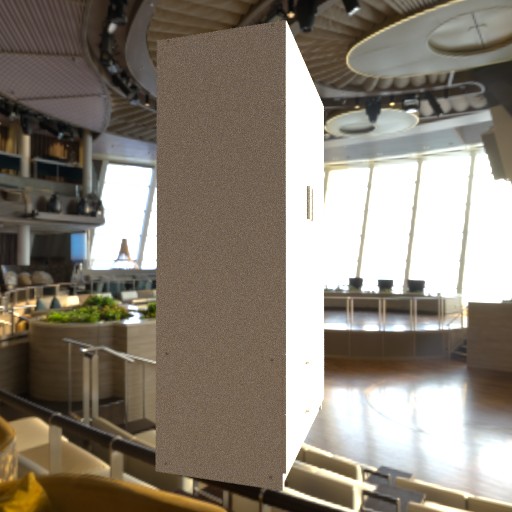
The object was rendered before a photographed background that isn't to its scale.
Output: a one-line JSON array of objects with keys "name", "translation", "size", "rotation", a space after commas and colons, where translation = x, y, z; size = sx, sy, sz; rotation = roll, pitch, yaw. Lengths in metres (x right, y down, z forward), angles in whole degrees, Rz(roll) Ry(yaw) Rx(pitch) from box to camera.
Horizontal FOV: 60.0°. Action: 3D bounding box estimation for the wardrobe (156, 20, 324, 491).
[{"name": "wardrobe", "translation": [0.000, 0.000, 2.250], "size": [0.577, 1.808, 0.991], "rotation": [0, -1, 17]}]
